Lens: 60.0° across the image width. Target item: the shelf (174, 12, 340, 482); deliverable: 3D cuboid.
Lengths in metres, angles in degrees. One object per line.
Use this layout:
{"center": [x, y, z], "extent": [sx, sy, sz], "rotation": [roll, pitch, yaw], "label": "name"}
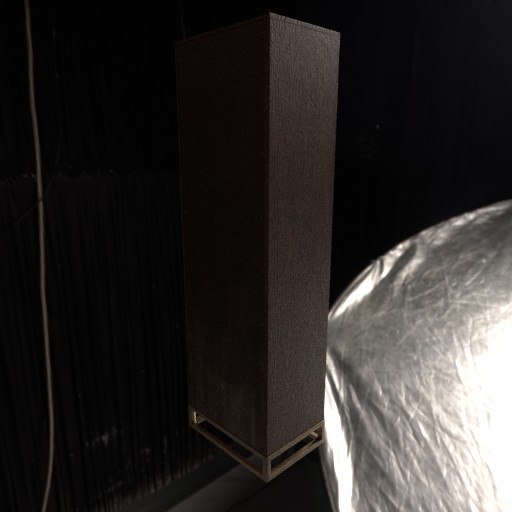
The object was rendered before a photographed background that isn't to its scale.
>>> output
{"center": [0.000, 0.000, 1.912], "extent": [0.395, 1.732, 0.539], "rotation": [-13, 19, -42], "label": "shelf"}
